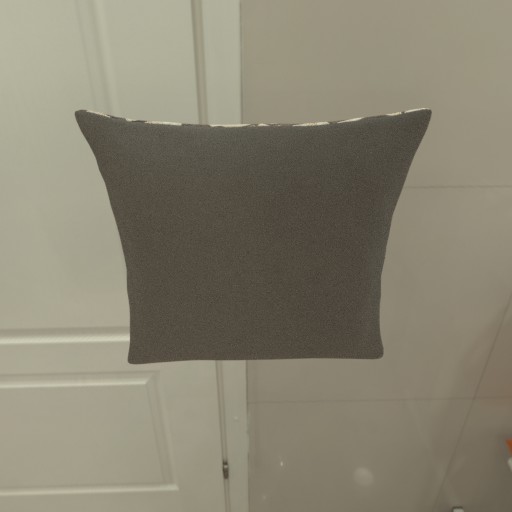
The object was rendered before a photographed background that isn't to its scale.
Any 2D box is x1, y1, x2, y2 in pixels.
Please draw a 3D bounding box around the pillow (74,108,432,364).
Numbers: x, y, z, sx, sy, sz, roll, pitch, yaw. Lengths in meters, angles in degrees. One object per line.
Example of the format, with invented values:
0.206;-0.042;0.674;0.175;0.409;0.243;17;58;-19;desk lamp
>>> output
0.000;0.000;0.781;0.526;0.507;0.166;-1;31;-1;pillow
